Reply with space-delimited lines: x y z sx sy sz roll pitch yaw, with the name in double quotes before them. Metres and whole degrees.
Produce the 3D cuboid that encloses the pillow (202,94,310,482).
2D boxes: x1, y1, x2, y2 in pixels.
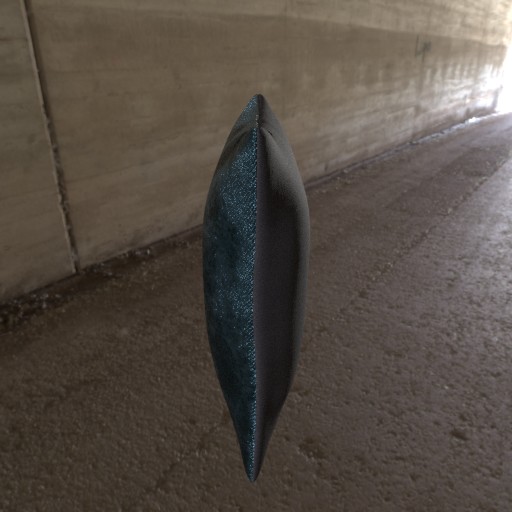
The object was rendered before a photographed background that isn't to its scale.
"pillow" 0.000 0.000 0.655 0.138 0.430 0.436 0 25 0
